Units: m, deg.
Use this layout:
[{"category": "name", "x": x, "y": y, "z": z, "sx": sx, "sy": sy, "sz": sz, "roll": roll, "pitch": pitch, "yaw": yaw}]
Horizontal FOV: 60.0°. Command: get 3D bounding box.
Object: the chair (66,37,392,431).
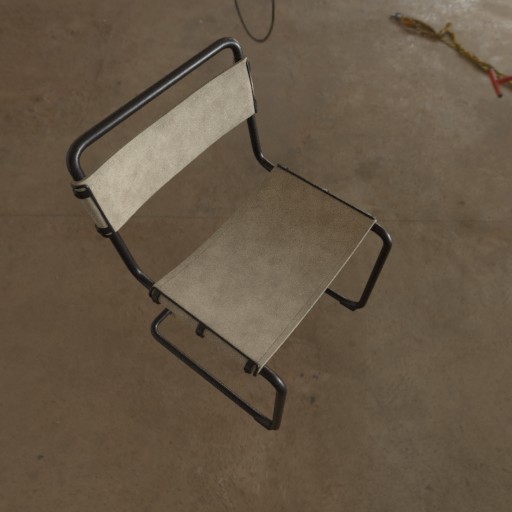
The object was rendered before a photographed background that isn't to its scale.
[{"category": "chair", "x": 0.000, "y": 0.000, "z": 1.071, "sx": 0.497, "sy": 0.747, "sz": 0.499, "roll": 33, "pitch": 62, "yaw": 20}]
